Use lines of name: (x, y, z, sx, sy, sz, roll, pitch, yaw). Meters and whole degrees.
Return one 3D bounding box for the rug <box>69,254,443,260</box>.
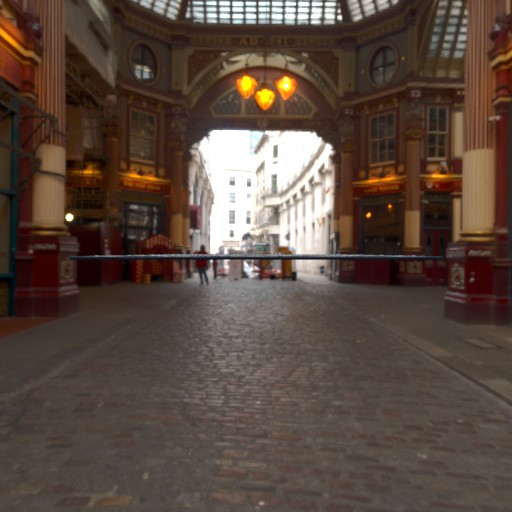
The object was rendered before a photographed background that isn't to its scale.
rug: (0.000, 0.000, 2.932, 1.528, 0.014, 2.294, 0, 0, 0)
